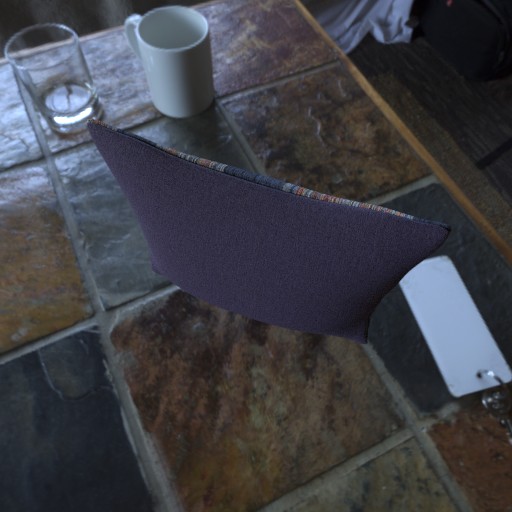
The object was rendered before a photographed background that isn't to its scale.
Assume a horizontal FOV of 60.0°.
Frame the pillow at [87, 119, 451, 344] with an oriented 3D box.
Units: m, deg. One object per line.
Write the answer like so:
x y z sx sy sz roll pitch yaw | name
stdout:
0.000 0.000 0.671 0.437 0.419 0.136 18 65 9 | pillow
